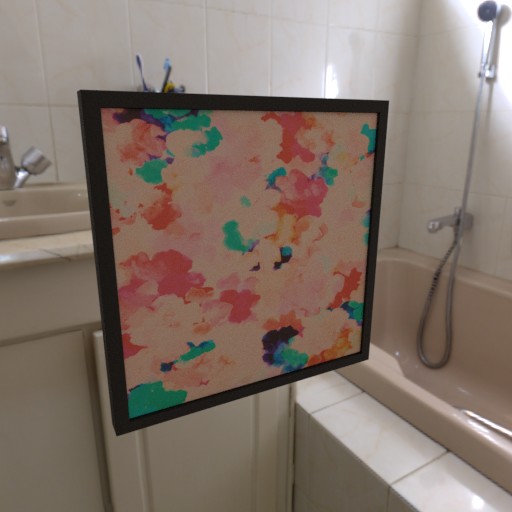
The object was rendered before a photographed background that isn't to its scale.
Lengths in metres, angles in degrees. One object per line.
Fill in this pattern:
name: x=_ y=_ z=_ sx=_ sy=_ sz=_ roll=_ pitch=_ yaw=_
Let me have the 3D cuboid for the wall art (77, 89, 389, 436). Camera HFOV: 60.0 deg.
wall art: x=0.000 y=0.000 z=0.743 sx=0.506 sy=0.503 sz=0.036 roll=-8 pitch=18 yaw=-27
